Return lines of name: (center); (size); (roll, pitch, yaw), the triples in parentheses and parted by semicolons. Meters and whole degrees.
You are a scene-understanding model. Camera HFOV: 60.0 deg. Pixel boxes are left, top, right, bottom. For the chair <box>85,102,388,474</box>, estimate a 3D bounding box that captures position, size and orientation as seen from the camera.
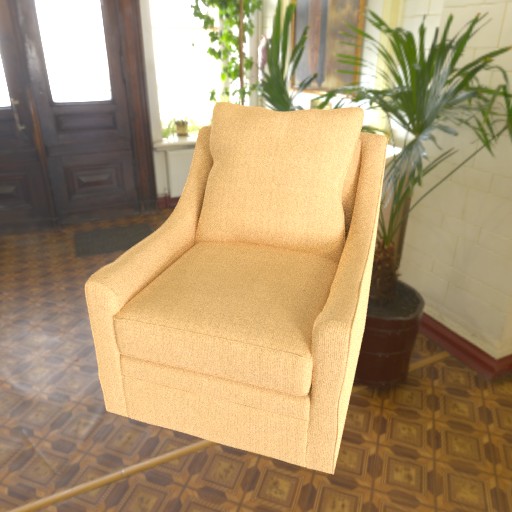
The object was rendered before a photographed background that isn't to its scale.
chair: (0.000, 0.000, 1.527); (0.760, 0.927, 0.876); (8, 26, 17)
